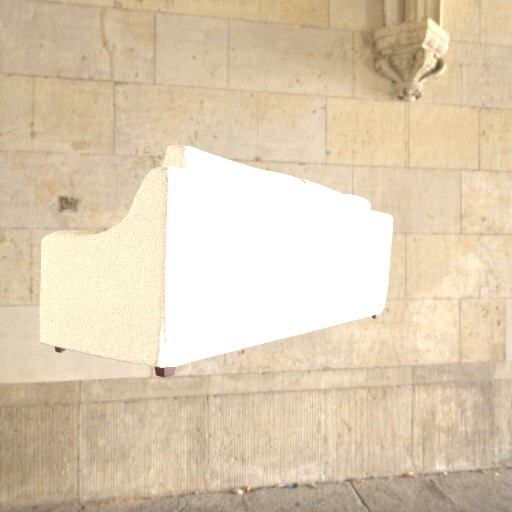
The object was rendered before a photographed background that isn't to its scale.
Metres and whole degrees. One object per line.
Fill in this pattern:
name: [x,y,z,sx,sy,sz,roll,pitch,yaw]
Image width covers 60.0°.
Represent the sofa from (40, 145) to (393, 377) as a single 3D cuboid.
sofa: [0.000,0.000,2.987,1.009,1.022,2.470,0,-1,37]
